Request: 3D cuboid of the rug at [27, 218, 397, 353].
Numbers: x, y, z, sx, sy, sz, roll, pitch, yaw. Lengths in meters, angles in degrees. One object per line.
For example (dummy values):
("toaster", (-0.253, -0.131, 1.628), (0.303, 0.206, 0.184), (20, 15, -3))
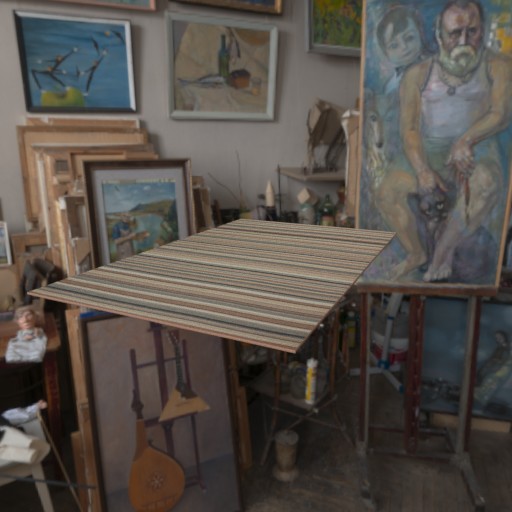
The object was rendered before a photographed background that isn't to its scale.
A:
("rug", (0.000, 0.000, 3.085), (1.523, 0.014, 2.438), (7, 17, 25))
